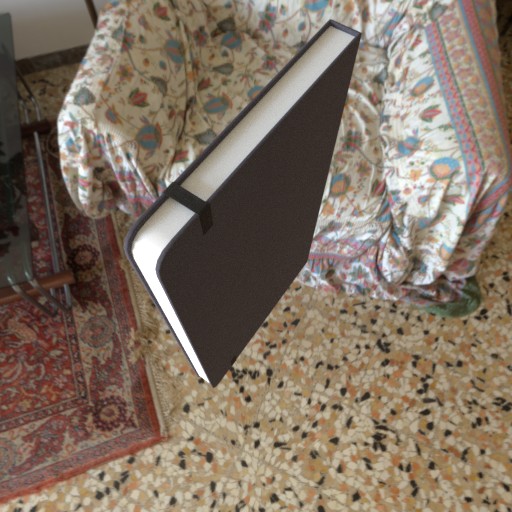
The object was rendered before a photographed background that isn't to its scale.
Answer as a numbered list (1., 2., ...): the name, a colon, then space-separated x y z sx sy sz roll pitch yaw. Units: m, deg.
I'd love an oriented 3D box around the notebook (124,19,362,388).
1. notebook: 0.000 0.000 0.252 0.016 0.213 0.127 32 68 15
